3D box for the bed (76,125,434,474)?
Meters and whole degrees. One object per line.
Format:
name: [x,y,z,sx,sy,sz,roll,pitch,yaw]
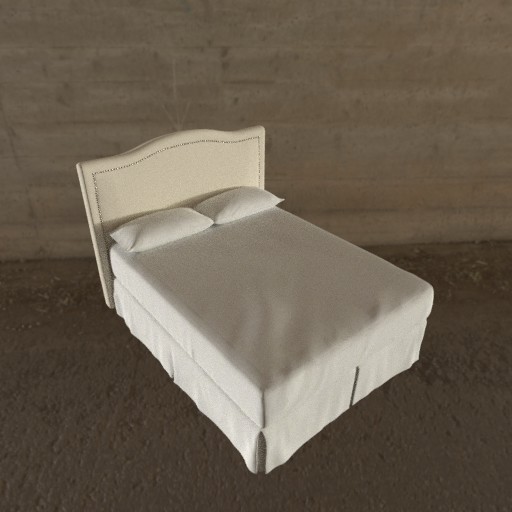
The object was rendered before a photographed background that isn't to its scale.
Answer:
bed: [0.000,0.000,3.365,1.753,1.460,2.143,-22,37,-32]
